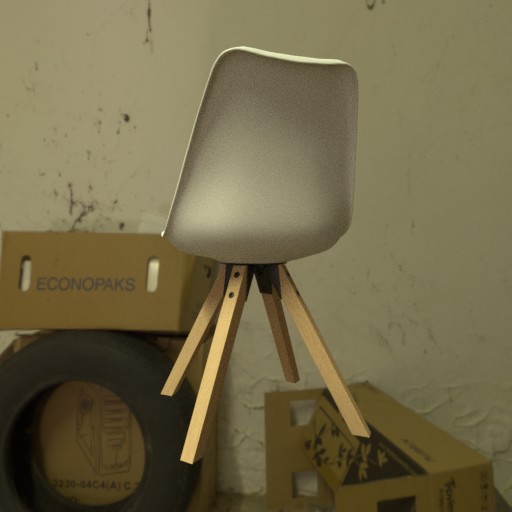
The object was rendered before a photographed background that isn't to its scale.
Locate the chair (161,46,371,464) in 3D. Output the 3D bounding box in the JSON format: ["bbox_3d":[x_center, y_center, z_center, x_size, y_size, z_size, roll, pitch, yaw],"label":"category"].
[{"bbox_3d":[0.000,0.000,1.168,0.485,0.850,0.550,0,2,-18],"label":"chair"}]
